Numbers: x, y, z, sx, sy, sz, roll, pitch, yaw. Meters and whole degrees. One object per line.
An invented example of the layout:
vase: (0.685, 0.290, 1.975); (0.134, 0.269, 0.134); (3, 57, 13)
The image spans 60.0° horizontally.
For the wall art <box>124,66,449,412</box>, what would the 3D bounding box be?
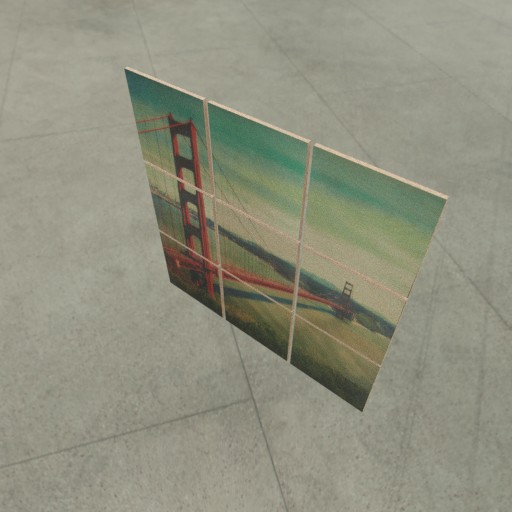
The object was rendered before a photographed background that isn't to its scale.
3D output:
wall art: (0.000, 0.000, 1.354); (0.917, 0.910, 0.012); (30, 53, 25)
